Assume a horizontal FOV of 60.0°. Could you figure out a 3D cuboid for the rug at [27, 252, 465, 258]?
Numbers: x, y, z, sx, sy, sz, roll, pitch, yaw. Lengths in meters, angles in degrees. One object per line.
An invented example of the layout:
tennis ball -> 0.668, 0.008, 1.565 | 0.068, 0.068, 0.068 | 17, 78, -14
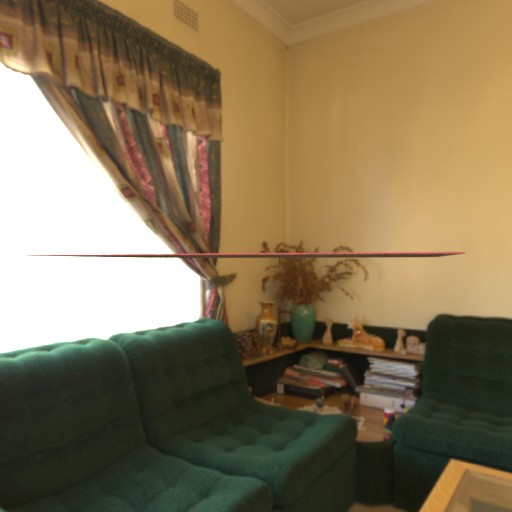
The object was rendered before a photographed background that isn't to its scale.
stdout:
rug -> 0.000, 0.000, 3.043 | 2.423, 0.010, 1.534 | 0, -1, 18
